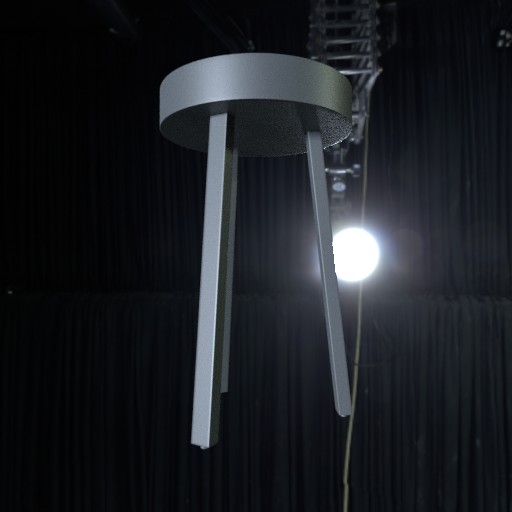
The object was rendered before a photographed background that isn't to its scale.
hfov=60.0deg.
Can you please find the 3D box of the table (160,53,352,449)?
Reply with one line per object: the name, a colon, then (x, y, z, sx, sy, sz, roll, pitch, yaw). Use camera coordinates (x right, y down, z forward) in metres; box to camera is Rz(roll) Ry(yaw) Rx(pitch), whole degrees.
table: (0.000, 0.000, 0.953, 0.406, 0.686, 0.406, 0, -1, 0)
